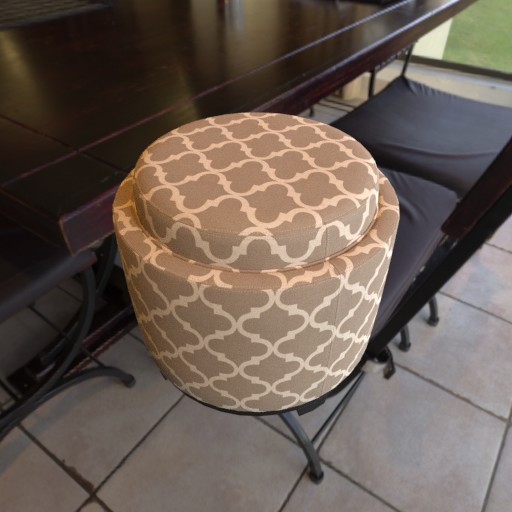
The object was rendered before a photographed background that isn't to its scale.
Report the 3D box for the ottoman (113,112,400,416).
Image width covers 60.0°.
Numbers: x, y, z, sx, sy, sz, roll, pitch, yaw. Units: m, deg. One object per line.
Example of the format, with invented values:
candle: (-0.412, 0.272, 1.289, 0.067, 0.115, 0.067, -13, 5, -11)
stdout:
ottoman: (0.000, 0.000, 0.841, 0.480, 0.429, 0.480, 0, 41, 0)
